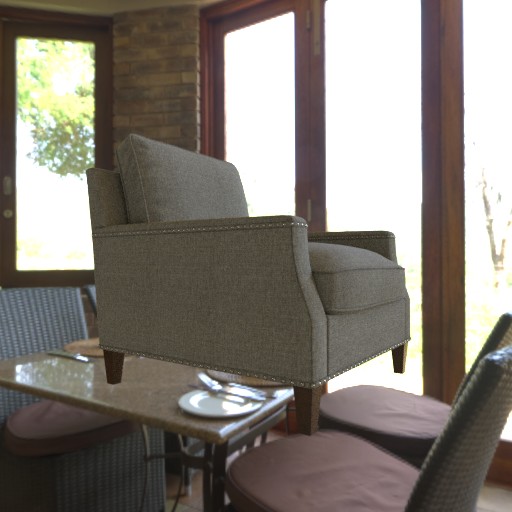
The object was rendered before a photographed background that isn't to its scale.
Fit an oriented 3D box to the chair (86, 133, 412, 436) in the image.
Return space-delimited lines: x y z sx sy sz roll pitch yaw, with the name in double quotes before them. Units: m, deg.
"chair" 0.000 0.000 1.740 1.014 0.943 0.853 0 -1 35
